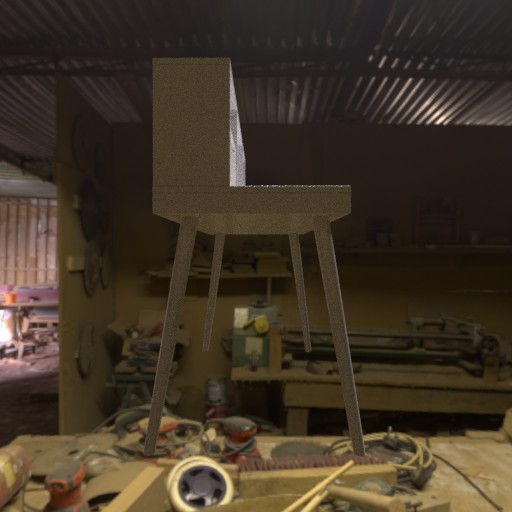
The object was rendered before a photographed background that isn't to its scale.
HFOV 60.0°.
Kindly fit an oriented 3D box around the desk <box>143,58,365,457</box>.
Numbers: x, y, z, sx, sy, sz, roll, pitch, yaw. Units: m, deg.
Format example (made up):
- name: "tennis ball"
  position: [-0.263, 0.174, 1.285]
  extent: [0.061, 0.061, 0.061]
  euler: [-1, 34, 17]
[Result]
- name: "desk"
  position: [0.000, 0.000, 1.699]
  extent: [0.559, 0.990, 1.199]
  euler: [0, 0, 0]
